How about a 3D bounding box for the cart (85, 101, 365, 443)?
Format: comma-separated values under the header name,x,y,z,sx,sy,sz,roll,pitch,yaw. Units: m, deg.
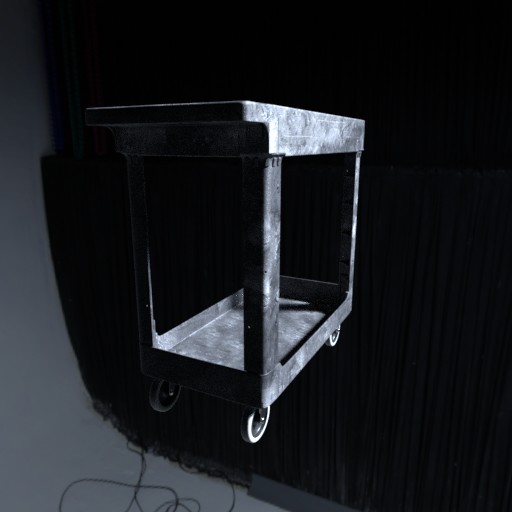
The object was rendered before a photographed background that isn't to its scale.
name,x,y,z,sx,sy,sz,roll,pitch,yaw
cart,0.000,0.000,1.364,0.420,0.824,0.877,7,16,27
